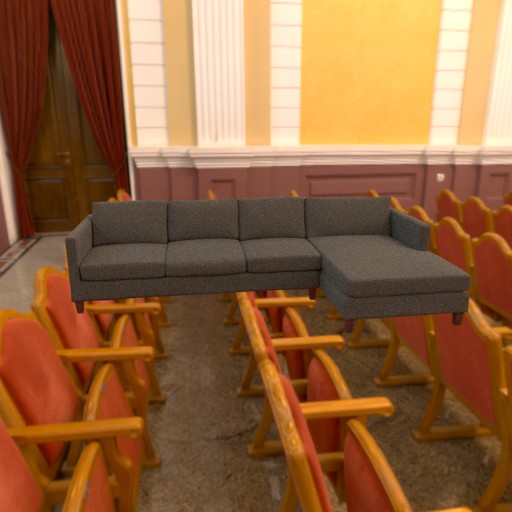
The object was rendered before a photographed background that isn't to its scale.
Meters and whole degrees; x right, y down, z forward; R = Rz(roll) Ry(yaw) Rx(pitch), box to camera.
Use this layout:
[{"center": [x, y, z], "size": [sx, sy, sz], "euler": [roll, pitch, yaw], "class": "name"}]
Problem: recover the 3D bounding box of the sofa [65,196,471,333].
[{"center": [0.000, 0.000, 3.971], "size": [3.186, 0.846, 1.625], "euler": [-3, 17, -8], "class": "sofa"}]
